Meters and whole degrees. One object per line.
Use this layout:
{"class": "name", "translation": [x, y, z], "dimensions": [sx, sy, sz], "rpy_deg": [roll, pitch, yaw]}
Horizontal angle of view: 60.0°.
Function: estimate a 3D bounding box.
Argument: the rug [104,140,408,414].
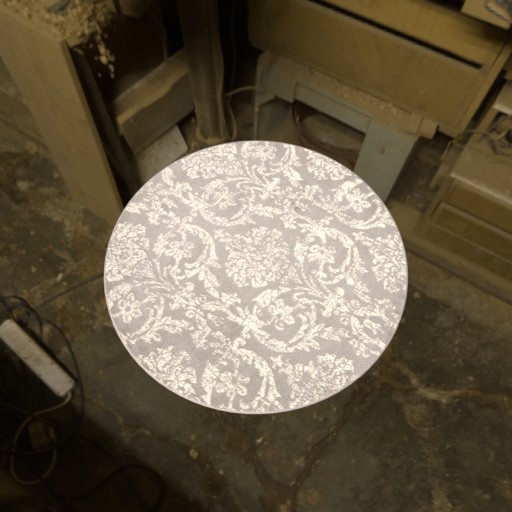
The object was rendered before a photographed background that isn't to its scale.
{"class": "rug", "translation": [0.000, 0.000, 2.348], "dimensions": [1.593, 0.012, 1.593], "rpy_deg": [0, 63, 0]}
